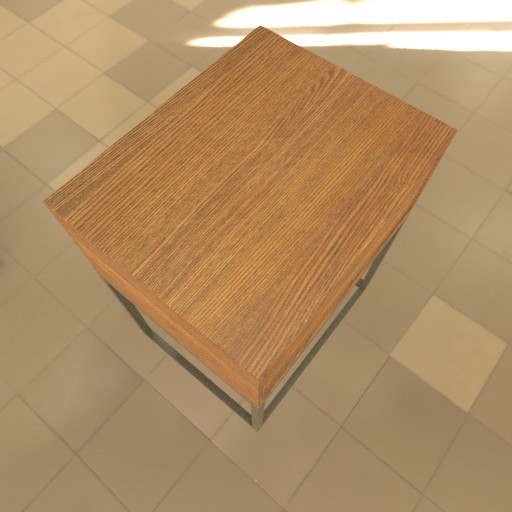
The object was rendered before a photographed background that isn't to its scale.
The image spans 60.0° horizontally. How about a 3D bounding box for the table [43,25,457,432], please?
[{"bbox_3d":[0.000,0.000,0.918,0.400,0.610,0.482,36,69,17],"label":"table"}]
